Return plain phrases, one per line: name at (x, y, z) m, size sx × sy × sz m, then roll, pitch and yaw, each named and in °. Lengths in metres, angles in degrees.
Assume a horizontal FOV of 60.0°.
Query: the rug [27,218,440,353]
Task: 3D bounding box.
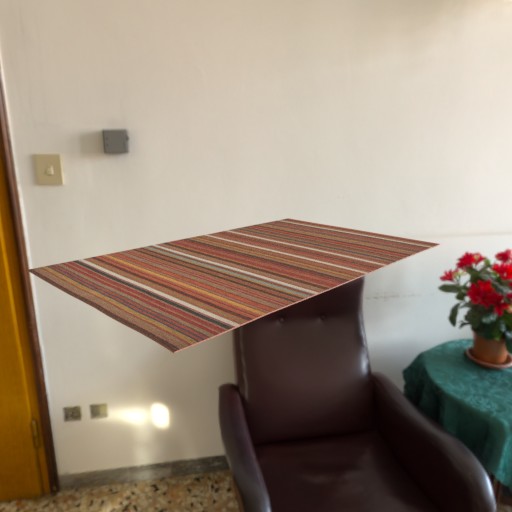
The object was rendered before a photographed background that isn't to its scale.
rug at (0.000, 0.000, 3.027) m, size 1.523 × 0.008 × 2.438 m, roll 15°, pitch 21°, yaw 43°
